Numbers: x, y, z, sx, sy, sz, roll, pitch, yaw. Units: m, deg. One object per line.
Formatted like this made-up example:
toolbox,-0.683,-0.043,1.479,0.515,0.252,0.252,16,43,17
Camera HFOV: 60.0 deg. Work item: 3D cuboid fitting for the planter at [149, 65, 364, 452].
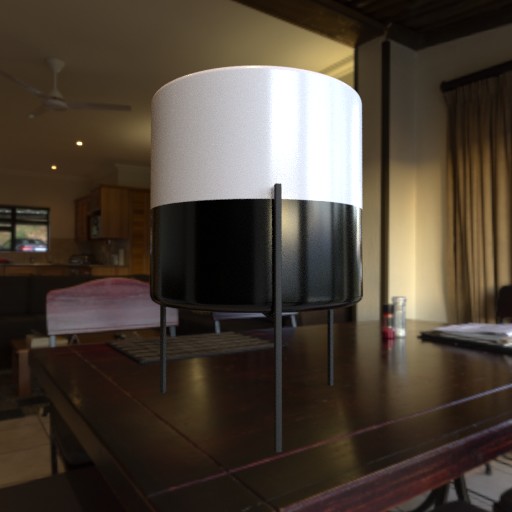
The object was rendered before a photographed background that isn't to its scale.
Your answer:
planter,0.000,0.000,0.651,0.310,0.432,0.310,0,-1,37
